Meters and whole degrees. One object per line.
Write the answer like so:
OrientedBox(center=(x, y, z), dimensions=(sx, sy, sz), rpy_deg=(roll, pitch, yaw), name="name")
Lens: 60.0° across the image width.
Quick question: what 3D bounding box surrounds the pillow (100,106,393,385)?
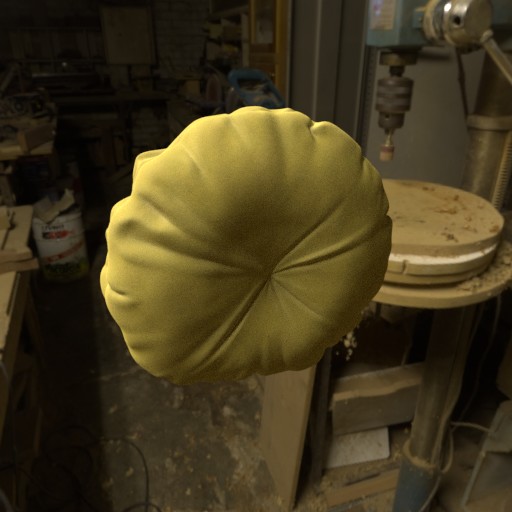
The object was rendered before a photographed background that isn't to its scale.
OrientedBox(center=(0.000, 0.000, 0.634), dimensions=(0.428, 0.407, 0.148), rpy_deg=(-9, 28, -17), name="pillow")
